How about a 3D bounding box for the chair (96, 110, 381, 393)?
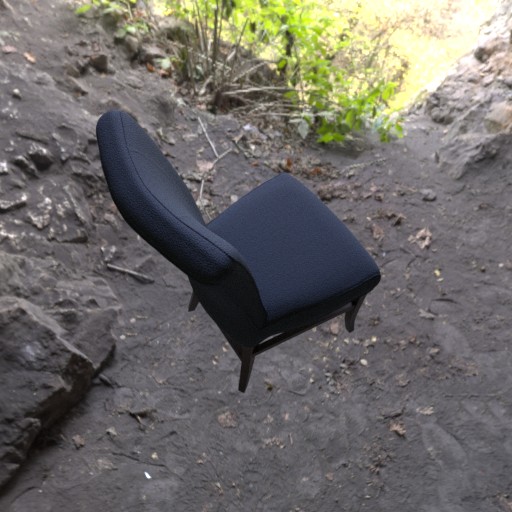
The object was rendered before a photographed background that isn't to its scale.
[{"bbox_3d":[0.000,0.000,1.369,0.660,0.991,0.520,-29,62,-17],"label":"chair"}]
